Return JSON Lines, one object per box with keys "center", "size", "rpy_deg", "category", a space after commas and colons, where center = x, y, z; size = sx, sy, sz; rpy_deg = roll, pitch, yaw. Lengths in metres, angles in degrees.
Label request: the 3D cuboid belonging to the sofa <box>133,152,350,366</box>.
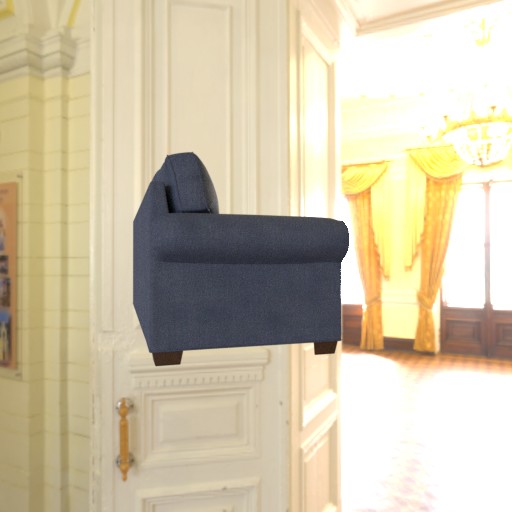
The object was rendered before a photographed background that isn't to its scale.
{"center": [0.000, 0.000, 3.458], "size": [1.780, 1.063, 2.567], "rpy_deg": [0, 0, -17], "category": "sofa"}
